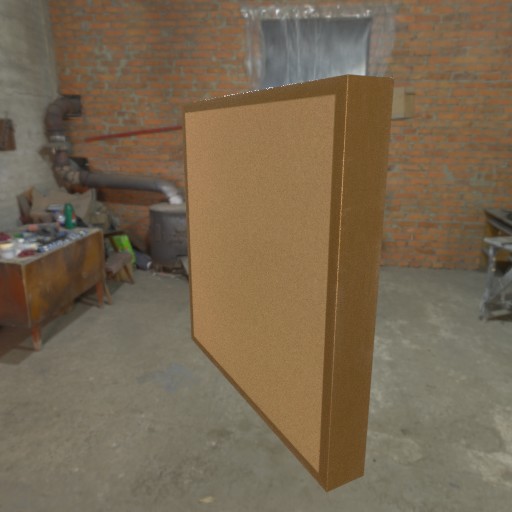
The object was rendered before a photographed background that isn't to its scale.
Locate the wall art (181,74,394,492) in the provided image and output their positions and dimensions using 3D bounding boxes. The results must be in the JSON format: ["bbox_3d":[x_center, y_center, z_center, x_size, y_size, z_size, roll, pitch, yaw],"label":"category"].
[{"bbox_3d":[0.000,0.000,0.445,0.038,0.305,0.306,-8,17,-27],"label":"wall art"}]
